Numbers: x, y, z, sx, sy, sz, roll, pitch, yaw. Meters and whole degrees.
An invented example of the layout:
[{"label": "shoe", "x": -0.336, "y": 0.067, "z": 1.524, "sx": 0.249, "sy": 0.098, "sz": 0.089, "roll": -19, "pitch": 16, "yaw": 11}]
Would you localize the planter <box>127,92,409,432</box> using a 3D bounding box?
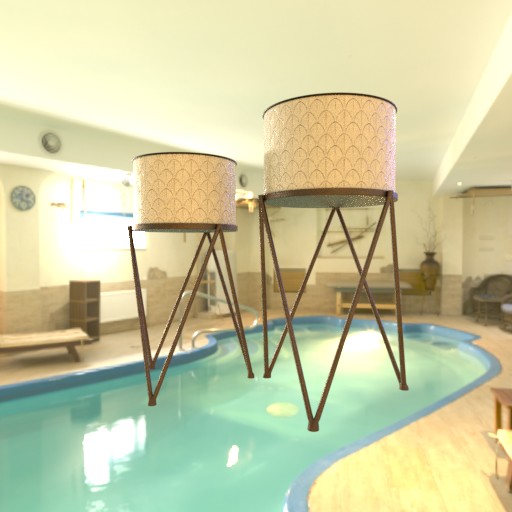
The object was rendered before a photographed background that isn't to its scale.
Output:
[{"label": "planter", "x": 0.000, "y": 0.000, "z": 1.154, "sx": 0.769, "sy": 0.712, "sz": 0.413, "roll": 0, "pitch": 1, "yaw": 17}]
